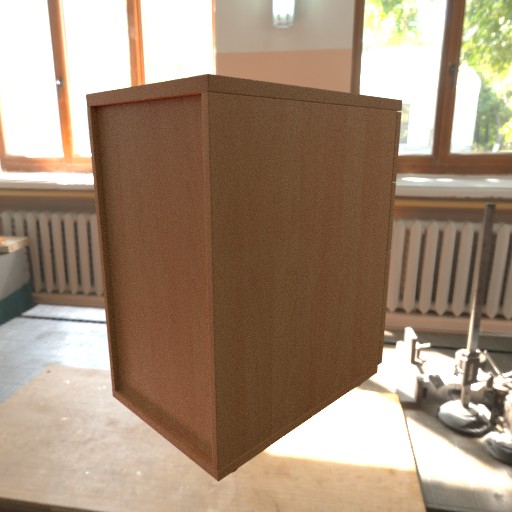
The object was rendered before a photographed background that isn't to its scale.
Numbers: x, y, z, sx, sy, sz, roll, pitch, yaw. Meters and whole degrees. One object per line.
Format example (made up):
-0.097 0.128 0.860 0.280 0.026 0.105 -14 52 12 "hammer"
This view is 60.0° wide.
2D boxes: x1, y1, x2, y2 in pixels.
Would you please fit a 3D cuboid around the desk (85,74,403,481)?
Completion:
0.000 0.000 1.079 0.600 0.730 0.404 -14 20 -43 "desk"
